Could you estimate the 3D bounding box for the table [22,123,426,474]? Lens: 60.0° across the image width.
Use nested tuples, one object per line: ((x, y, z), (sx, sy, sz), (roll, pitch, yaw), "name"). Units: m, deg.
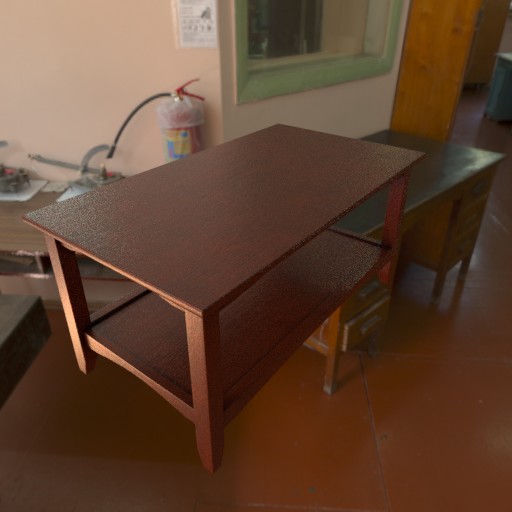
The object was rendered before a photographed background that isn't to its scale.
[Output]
((0.000, 0.000, 1.238), (0.533, 0.456, 0.943), (22, 38, 32), "table")
